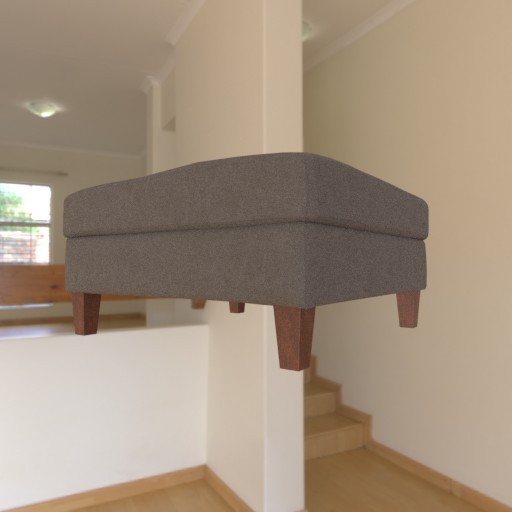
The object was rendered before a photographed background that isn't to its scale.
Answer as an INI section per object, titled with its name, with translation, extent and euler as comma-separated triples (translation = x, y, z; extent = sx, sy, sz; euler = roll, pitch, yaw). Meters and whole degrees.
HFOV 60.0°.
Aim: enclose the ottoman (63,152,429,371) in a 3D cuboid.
[ottoman]
translation = 0.000, 0.000, 1.443
extent = 0.881, 0.482, 0.861
euler = -1, -1, 36
